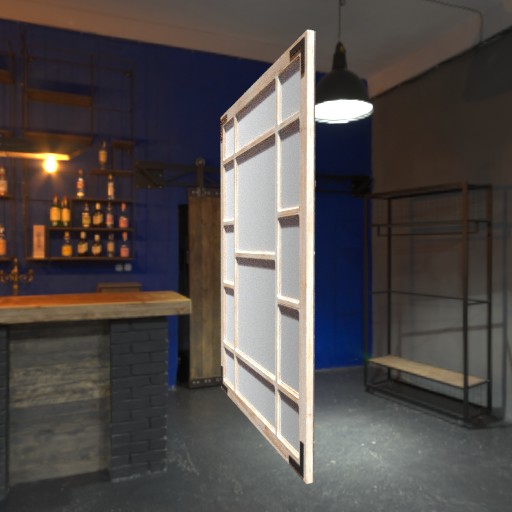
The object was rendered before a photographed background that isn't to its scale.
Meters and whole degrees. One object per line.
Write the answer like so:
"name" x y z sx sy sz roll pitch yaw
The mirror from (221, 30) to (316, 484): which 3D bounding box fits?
"mirror" 0.000 0.000 1.304 0.025 0.996 0.705 -1 1 -20
